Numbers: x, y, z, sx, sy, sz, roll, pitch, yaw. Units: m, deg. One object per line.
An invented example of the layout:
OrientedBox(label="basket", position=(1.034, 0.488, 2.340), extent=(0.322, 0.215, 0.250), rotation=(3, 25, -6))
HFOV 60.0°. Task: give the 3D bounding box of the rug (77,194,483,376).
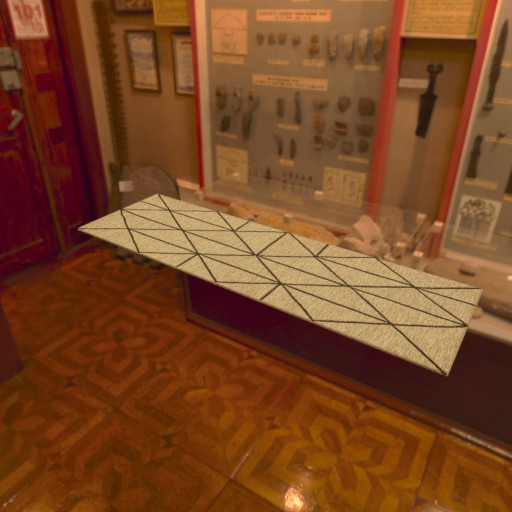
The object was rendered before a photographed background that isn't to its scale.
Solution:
OrientedBox(label="rug", position=(0.000, 0.000, 2.705), extent=(2.438, 0.012, 0.762), rotation=(19, 35, 29))
